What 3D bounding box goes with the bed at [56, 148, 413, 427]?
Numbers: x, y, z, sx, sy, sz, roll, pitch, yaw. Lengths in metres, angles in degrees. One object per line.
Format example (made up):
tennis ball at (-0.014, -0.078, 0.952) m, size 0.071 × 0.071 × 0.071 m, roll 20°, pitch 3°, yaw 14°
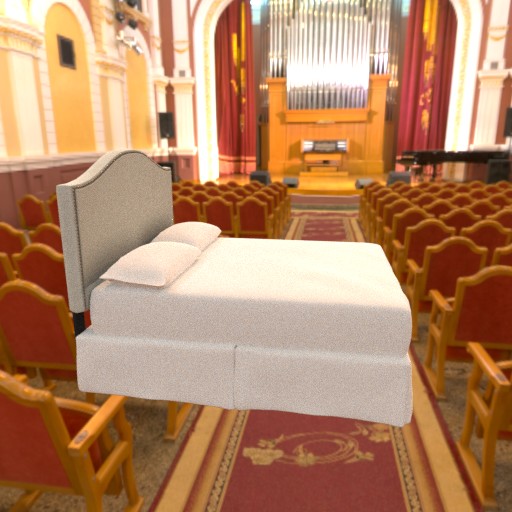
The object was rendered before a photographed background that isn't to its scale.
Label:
bed at (0.000, 0.000, 3.429) m, size 2.180 × 1.607 × 1.813 m, roll 2°, pitch 15°, yaw 9°
